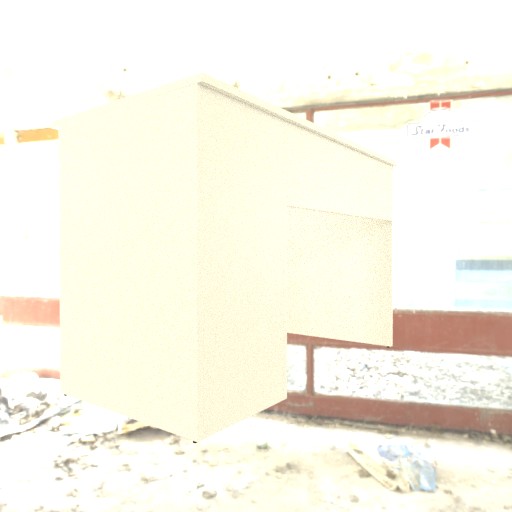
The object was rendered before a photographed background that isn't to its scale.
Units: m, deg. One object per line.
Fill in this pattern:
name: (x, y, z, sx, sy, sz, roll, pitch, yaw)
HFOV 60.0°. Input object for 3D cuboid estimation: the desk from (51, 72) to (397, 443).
desk: (0.000, 0.000, 1.473, 0.560, 0.735, 1.097, 1, 1, 37)
